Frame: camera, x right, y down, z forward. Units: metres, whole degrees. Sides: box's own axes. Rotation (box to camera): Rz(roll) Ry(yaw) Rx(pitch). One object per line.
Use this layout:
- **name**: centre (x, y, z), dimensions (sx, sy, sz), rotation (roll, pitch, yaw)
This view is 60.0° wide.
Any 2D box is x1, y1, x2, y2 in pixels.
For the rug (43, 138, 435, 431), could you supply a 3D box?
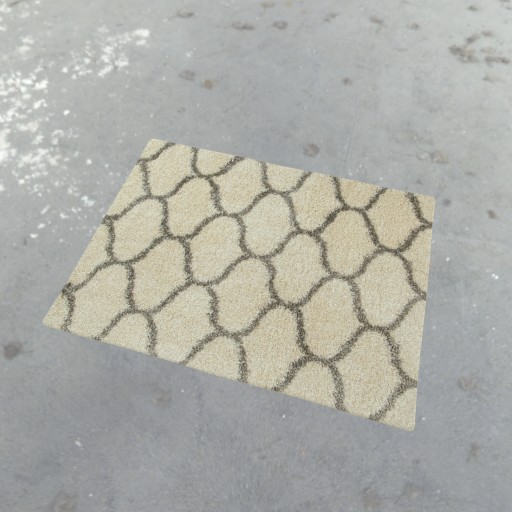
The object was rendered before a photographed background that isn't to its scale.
- **rug**: centre (0.000, 0.000, 2.122), dimensions (1.600, 0.025, 1.200), rotation (14, 59, 9)
